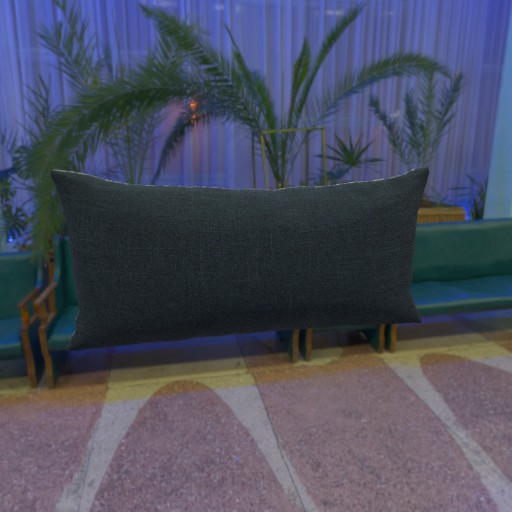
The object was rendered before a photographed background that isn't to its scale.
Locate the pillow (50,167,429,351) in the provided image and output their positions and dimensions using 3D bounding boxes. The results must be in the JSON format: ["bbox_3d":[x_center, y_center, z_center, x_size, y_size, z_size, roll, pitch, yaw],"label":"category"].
[{"bbox_3d":[0.000,0.000,0.743,0.631,0.292,0.148,-3,15,-10],"label":"pillow"}]
